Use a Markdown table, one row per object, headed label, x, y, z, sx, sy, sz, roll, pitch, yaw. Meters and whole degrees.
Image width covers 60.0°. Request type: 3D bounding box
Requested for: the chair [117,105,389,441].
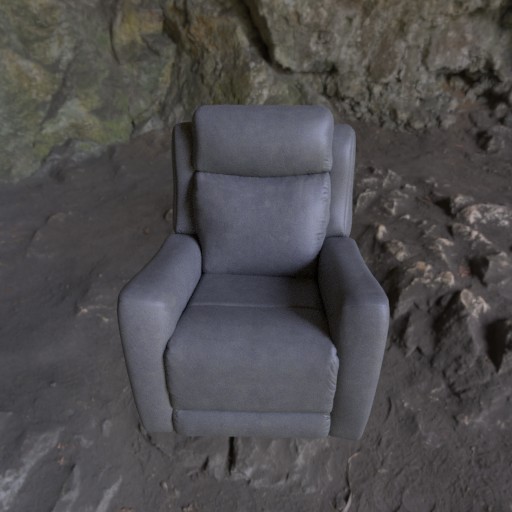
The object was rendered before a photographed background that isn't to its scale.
| label | x | y | z | sx | sy | sz | roll | pitch | yaw |
| --- | --- | --- | --- | --- | --- | --- | --- | --- | --- |
| chair | 0.000 | 0.000 | 1.937 | 0.967 | 1.116 | 1.068 | 2 | 29 | 3 |
